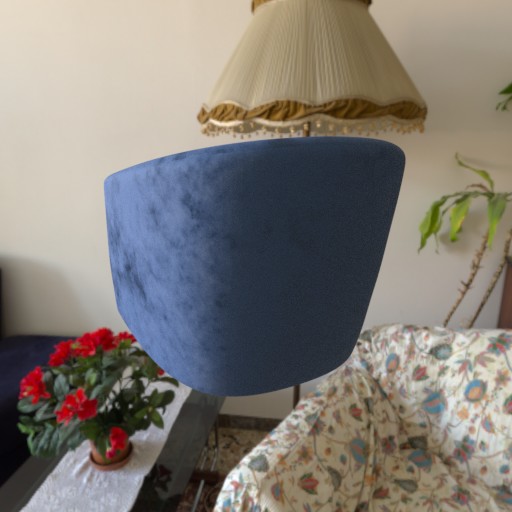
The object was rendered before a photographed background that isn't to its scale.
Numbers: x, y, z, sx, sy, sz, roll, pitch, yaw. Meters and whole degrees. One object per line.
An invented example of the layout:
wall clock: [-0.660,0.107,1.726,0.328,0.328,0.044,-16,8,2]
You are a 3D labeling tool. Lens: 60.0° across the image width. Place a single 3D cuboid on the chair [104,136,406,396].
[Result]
chair: [0.000,0.000,1.332,0.773,0.698,0.767,-8,17,-26]
